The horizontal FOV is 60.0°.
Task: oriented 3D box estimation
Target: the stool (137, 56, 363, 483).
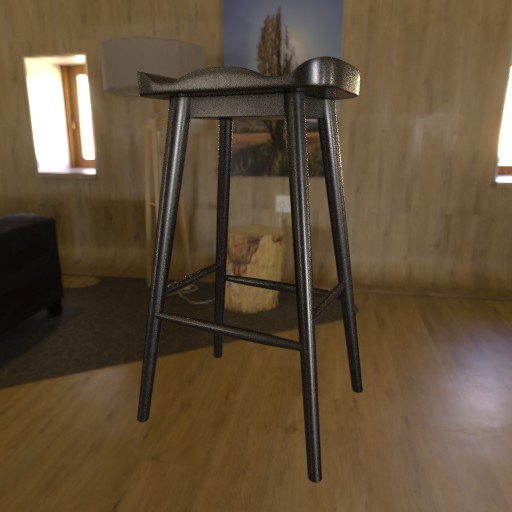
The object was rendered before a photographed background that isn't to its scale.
[{"bbox_3d":[0.000,0.000,0.977,0.440,0.749,0.361,7,17,25],"label":"stool"}]
